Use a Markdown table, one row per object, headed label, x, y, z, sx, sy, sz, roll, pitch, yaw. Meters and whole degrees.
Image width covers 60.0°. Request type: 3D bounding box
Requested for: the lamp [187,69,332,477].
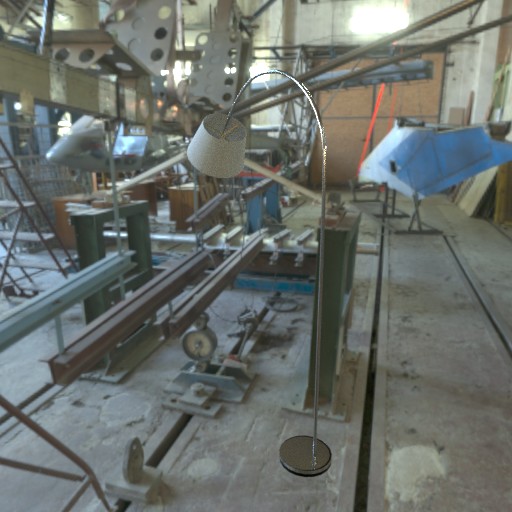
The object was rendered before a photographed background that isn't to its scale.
| label | x | y | z | sx | sy | sz | roll | pitch | yaw |
| --- | --- | --- | --- | --- | --- | --- | --- | --- | --- |
| lamp | 0.000 | 0.000 | 2.727 | 0.406 | 2.098 | 1.445 | -8 | 17 | -28 |
